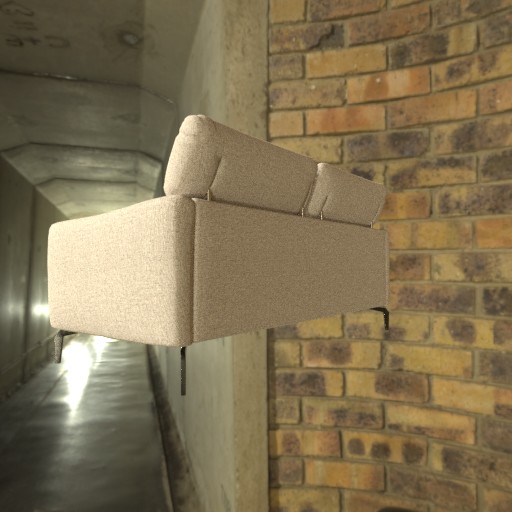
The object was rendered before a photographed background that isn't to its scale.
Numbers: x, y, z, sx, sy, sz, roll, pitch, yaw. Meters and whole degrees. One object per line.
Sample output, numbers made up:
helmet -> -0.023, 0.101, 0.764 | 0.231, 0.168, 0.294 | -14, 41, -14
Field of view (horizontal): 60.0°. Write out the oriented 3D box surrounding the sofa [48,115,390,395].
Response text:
sofa -> 0.000, 0.000, 2.441 | 0.856, 0.956, 2.015 | -1, -1, 37
